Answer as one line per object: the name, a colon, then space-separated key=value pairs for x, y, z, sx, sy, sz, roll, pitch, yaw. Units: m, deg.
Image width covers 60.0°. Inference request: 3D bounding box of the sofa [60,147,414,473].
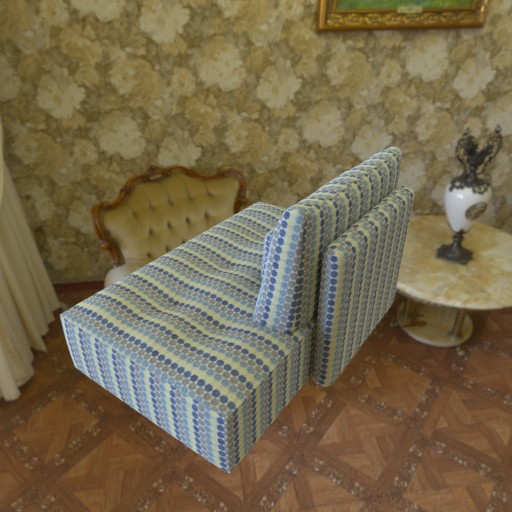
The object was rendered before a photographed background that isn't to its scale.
sofa: x=0.000 y=0.000 z=2.017 sx=1.000 sy=0.820 sz=1.450 roll=20 pitch=36 yaw=30
